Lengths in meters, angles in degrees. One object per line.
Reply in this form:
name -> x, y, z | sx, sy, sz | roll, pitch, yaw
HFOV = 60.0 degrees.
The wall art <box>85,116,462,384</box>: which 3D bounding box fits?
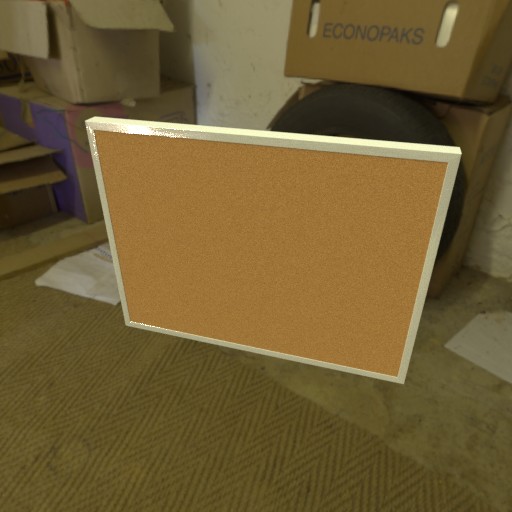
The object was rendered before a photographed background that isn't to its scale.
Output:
wall art -> 0.000, 0.000, 1.413 | 1.041, 0.787, 0.053 | 9, 33, 14
